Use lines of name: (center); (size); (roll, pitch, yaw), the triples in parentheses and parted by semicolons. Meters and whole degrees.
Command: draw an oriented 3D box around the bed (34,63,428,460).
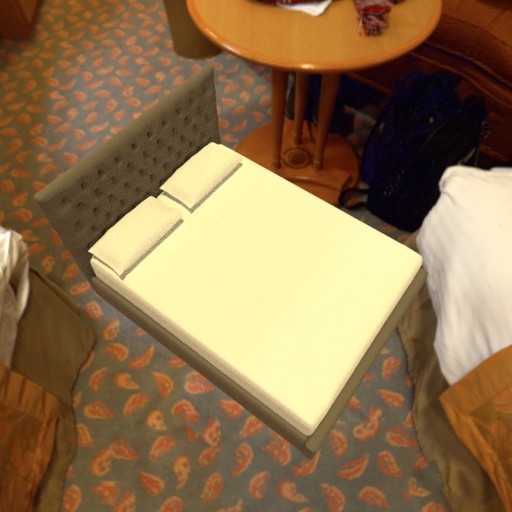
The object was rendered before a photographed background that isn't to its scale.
bed: (0.000, 0.000, 3.328); (2.233, 1.426, 1.696); (33, 63, 19)
